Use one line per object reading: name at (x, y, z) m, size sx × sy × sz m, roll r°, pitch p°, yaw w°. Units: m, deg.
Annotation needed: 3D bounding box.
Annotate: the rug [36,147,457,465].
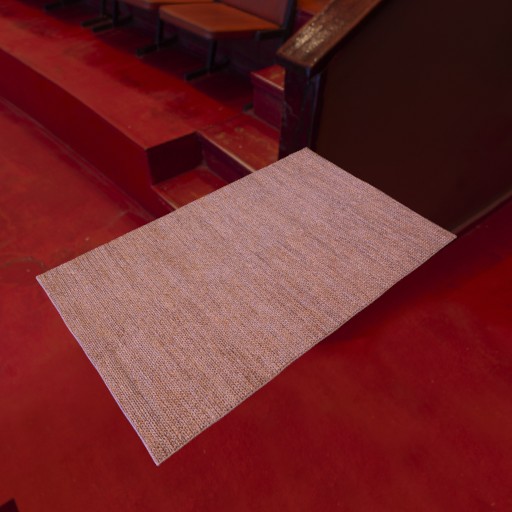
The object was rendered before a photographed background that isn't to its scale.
rug at (0.000, 0.000, 2.999) m, size 2.438 × 0.034 × 1.521 m, roll -31°, pitch 53°, yaw -27°
